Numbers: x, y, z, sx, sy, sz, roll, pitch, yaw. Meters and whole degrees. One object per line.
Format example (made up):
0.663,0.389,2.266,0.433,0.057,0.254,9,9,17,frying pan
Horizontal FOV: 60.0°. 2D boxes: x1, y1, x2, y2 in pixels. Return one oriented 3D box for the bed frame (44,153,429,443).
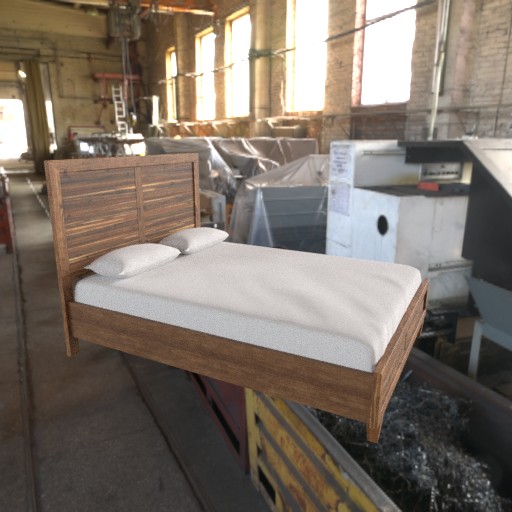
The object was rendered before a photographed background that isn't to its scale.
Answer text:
0.000,0.000,3.315,2.276,1.417,1.696,8,17,27,bed frame
